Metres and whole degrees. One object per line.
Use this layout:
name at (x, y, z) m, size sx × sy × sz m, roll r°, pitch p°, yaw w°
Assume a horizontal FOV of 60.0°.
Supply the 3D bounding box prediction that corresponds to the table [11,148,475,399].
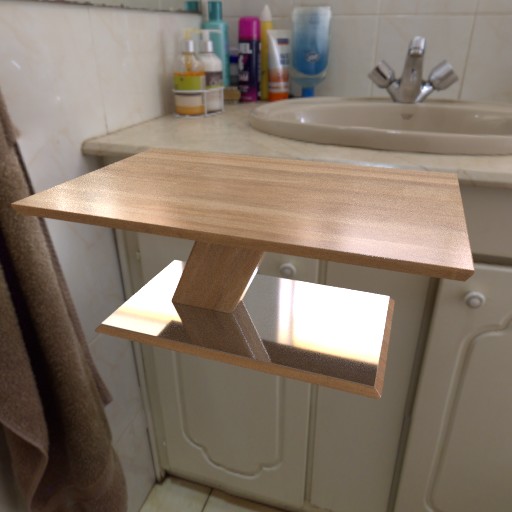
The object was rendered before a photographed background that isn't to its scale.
table at (0.000, 0.000, 1.369) m, size 1.100 × 0.441 × 0.692 m, roll 9°, pitch 28°, yaw 17°
